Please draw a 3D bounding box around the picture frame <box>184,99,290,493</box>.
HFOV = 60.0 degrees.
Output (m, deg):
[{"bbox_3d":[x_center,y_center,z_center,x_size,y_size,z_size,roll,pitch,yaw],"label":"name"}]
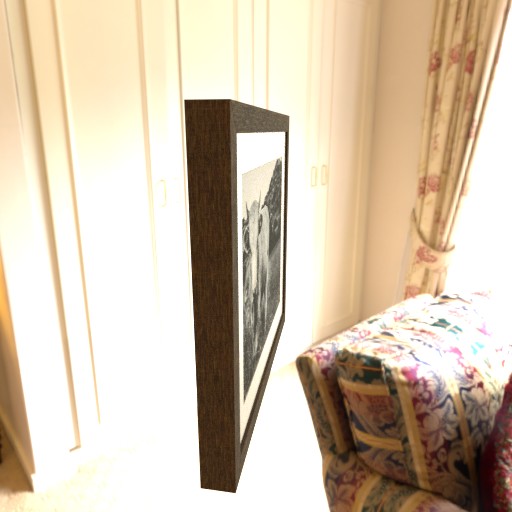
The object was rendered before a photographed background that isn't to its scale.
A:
[{"bbox_3d":[0.000,0.000,0.529,0.033,0.330,0.378,3,16,10],"label":"picture frame"}]
